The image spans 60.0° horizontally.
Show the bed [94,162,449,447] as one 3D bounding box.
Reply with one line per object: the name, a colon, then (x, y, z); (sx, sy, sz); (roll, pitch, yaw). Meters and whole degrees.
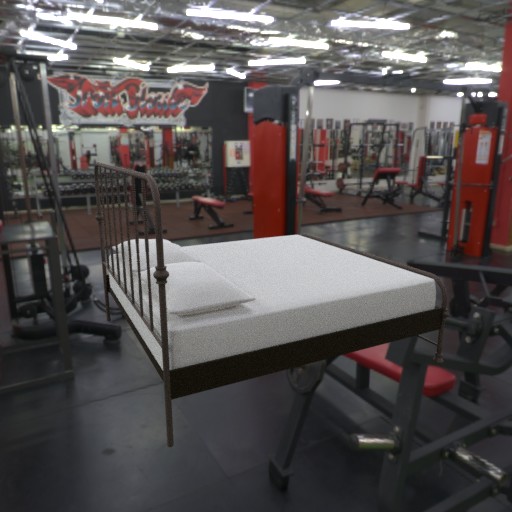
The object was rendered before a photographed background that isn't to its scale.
bed: (0.000, 0.000, 3.540); (2.134, 1.446, 2.044); (-7, 16, -26)
